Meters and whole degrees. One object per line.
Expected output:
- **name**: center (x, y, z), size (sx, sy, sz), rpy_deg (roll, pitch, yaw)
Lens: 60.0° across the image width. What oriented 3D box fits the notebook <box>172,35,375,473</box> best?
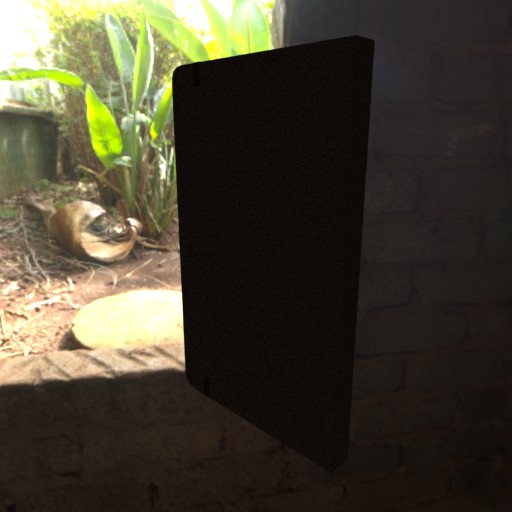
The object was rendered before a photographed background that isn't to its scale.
- **notebook**: center (0.000, 0.000, 0.254), size (0.127, 0.213, 0.016), rpy_deg (14, 21, 42)
